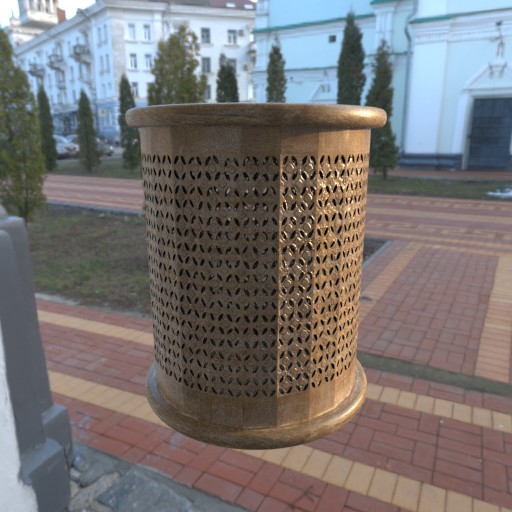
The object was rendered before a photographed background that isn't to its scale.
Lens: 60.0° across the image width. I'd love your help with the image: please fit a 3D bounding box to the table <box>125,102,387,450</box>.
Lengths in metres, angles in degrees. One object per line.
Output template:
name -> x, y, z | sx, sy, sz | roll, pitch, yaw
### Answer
table -> 0.000, 0.000, 0.777 | 0.407, 0.482, 0.407 | 0, 15, 0
